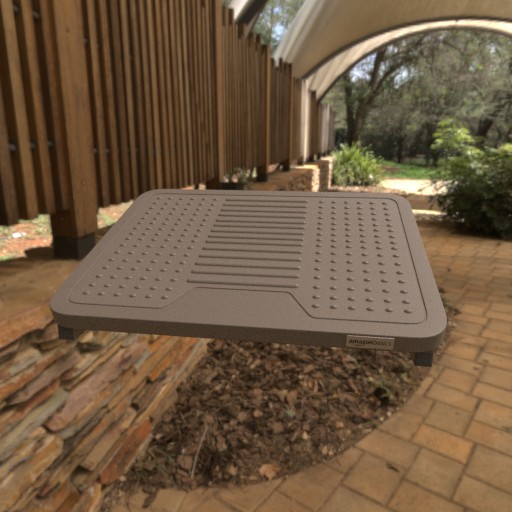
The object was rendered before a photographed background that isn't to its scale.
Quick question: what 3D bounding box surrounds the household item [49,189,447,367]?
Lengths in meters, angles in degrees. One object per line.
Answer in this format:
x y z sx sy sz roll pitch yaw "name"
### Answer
0.000 0.000 0.543 0.390 0.126 0.301 2 15 9 "household item"
